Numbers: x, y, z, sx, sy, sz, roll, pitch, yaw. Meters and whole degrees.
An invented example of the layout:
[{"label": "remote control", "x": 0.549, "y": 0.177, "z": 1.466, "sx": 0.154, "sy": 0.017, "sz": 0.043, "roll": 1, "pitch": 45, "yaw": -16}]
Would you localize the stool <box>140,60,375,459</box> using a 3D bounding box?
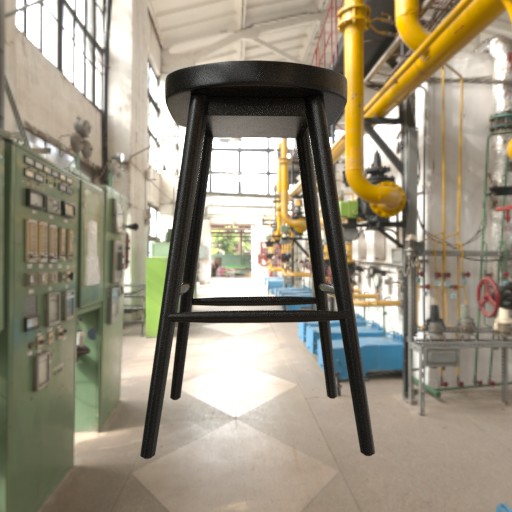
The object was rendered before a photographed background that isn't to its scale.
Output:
[{"label": "stool", "x": 0.000, "y": 0.000, "z": 0.999, "sx": 0.440, "sy": 0.749, "sz": 0.361, "roll": 0, "pitch": 0, "yaw": -2}]
